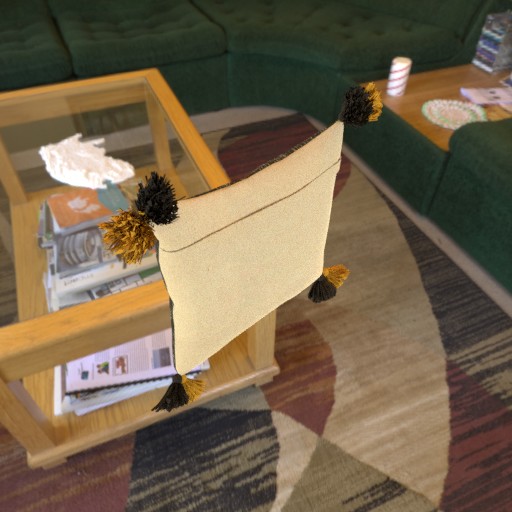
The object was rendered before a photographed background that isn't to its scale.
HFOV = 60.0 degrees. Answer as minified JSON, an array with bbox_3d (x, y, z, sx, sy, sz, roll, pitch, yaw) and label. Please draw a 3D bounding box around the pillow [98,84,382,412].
[{"bbox_3d":[0.000,0.000,0.967,0.654,0.659,0.139,-31,53,-27],"label":"pillow"}]
